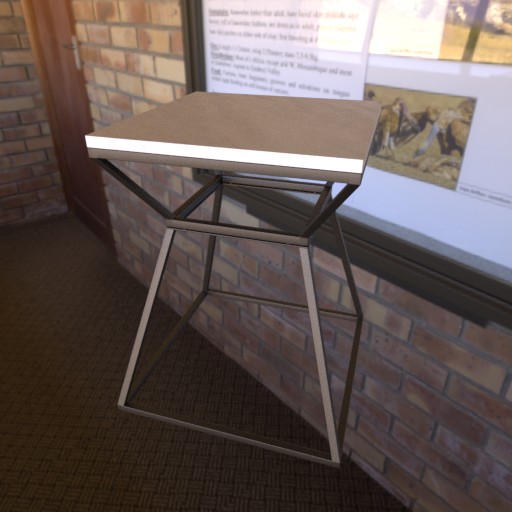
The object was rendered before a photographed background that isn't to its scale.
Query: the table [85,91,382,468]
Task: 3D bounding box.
[{"bbox_3d":[0.000,0.000,0.907,0.455,0.559,0.455,9,31,15],"label":"table"}]
